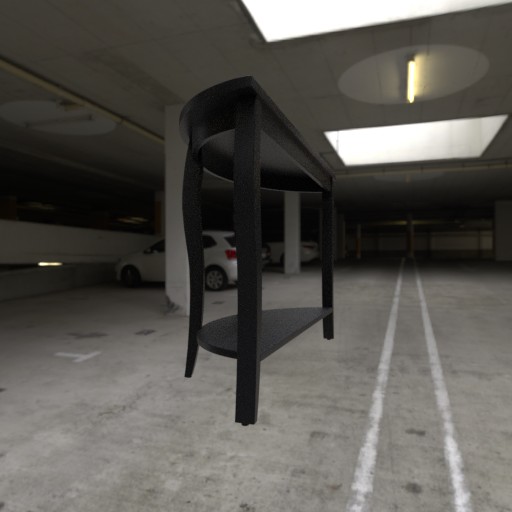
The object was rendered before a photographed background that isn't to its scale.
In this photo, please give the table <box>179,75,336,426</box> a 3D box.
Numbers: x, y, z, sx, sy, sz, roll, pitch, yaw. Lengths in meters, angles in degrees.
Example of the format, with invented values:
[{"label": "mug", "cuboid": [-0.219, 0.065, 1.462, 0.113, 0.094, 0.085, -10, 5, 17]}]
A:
[{"label": "table", "cuboid": [0.000, 0.000, 1.607, 0.394, 0.780, 1.219, 0, -1, 19]}]
